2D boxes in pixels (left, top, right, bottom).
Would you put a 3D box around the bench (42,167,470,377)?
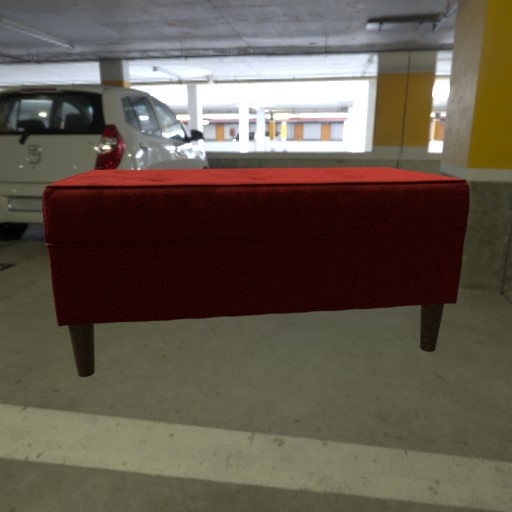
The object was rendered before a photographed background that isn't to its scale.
[{"bbox_3d":[0.000,0.000,1.290,1.016,0.471,0.492,-2,15,-8],"label":"bench"}]
